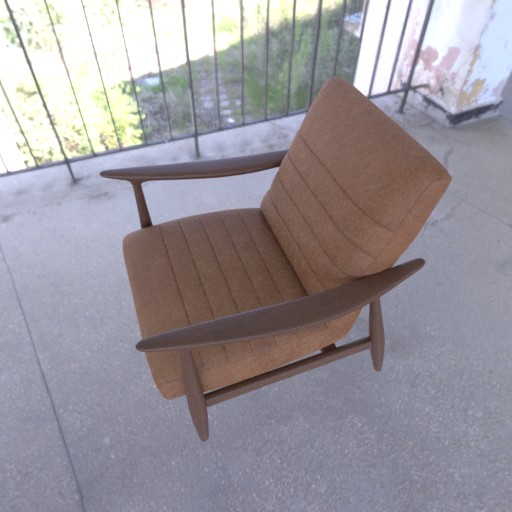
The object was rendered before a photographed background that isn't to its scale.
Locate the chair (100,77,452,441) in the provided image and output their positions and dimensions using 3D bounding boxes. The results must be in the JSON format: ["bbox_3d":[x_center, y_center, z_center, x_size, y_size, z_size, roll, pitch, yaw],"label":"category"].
[{"bbox_3d":[0.000,0.000,1.399,0.798,0.832,0.741,-15,49,-14],"label":"chair"}]
